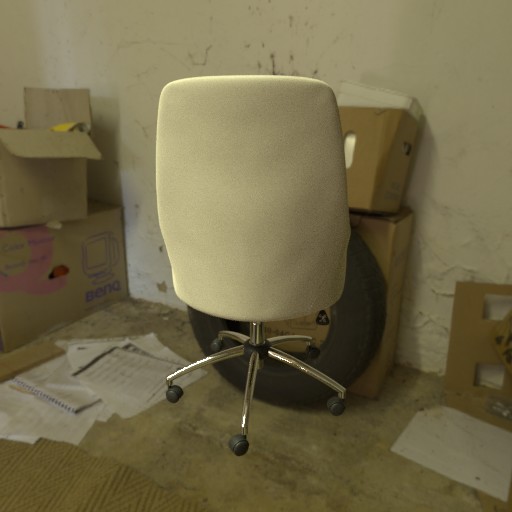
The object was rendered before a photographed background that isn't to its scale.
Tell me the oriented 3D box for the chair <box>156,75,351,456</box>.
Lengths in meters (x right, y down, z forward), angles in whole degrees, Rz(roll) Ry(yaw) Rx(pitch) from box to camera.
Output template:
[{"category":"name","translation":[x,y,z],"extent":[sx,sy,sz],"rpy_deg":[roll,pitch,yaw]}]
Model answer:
[{"category":"chair","translation":[0.000,0.000,1.444],"extent":[0.620,1.049,0.640],"rpy_deg":[2,17,7]}]
